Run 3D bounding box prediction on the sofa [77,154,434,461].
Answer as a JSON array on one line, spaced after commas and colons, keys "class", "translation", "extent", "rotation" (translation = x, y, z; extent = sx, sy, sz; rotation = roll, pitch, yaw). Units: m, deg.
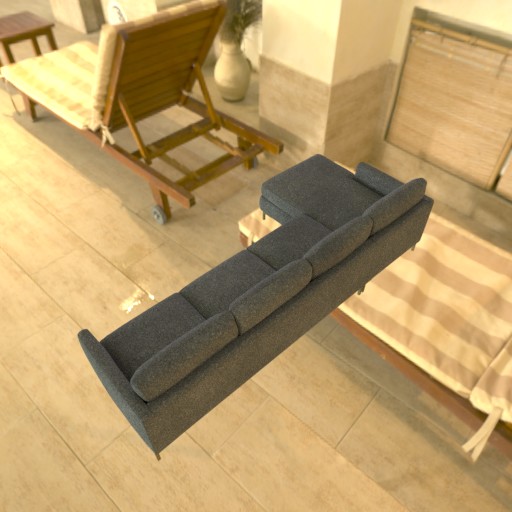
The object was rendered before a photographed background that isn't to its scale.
[{"class": "sofa", "translation": [0.000, 0.000, 3.557], "extent": [2.932, 0.810, 1.350], "rotation": [-33, 54, -28]}]
